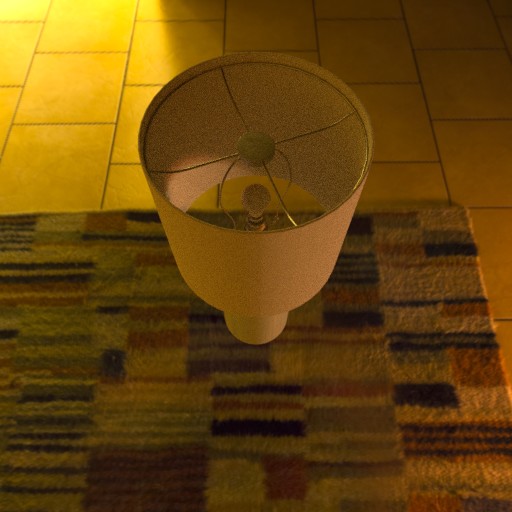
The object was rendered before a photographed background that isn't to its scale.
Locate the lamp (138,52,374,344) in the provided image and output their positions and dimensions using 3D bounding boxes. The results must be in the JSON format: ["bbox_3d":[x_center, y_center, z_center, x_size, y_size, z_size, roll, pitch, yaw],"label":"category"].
[{"bbox_3d":[0.000,0.000,0.618,0.212,0.493,0.212,-18,65,-9],"label":"lamp"}]
